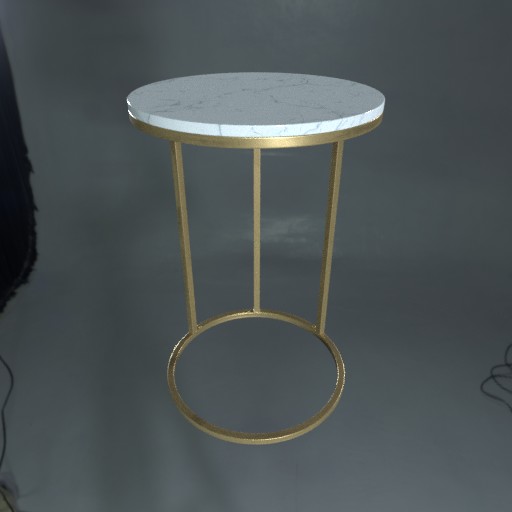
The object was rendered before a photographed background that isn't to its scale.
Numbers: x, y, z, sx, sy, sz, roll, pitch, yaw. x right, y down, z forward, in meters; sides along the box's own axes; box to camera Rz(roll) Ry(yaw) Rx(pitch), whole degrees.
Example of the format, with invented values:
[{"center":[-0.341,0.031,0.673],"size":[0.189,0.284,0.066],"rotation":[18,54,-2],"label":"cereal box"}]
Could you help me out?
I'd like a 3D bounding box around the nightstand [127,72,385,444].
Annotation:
[{"center":[0.000,0.000,0.866],"size":[0.400,0.610,0.400],"rotation":[0,31,1],"label":"nightstand"}]
